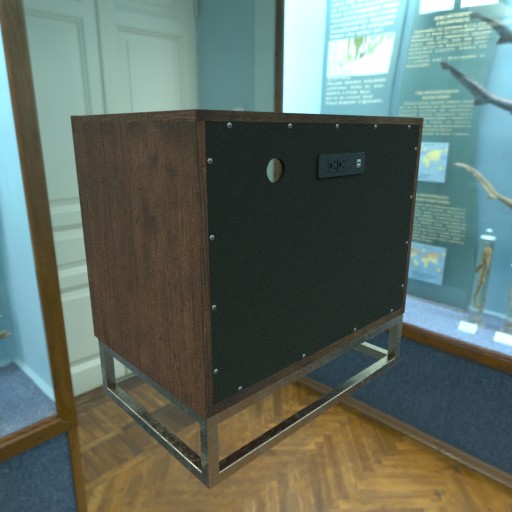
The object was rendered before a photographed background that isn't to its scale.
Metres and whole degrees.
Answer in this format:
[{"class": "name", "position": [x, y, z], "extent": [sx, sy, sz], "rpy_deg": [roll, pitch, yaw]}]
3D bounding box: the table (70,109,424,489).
[{"class": "table", "position": [0.000, 0.000, 1.244], "extent": [0.767, 0.746, 0.542], "rpy_deg": [-14, 21, -41]}]
